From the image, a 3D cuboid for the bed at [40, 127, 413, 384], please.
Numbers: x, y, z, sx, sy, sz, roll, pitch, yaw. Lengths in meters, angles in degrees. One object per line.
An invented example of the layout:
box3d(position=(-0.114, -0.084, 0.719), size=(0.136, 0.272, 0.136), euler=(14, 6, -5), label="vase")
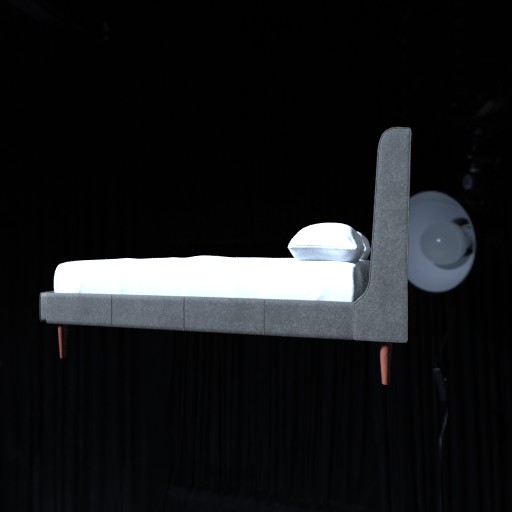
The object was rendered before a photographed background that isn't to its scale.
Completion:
box3d(position=(0.000, 0.000, 2.536), size=(1.638, 0.933, 1.531), euler=(0, 0, 17), label="bed")
